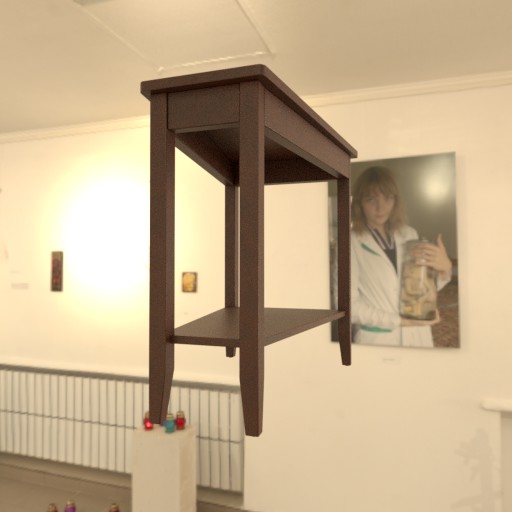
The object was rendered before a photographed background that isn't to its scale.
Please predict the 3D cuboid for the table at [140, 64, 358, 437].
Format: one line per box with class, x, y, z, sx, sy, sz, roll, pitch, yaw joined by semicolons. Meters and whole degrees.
table;0.000;0.000;1.008;0.399;0.589;0.605;0;-1;18
